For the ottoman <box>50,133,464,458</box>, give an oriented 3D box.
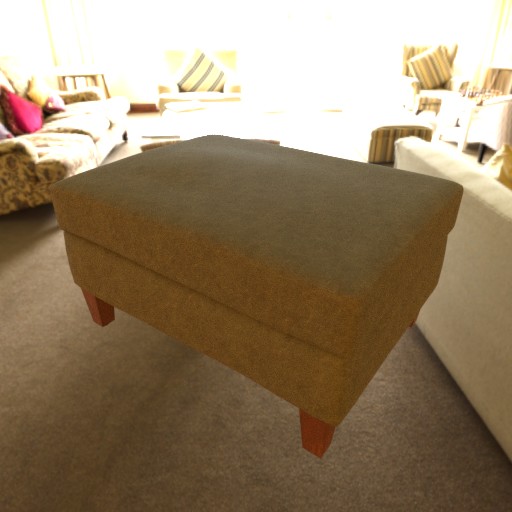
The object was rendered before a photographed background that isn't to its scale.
[{"bbox_3d":[0.000,0.000,1.193,0.839,0.464,0.639,20,35,31],"label":"ottoman"}]
